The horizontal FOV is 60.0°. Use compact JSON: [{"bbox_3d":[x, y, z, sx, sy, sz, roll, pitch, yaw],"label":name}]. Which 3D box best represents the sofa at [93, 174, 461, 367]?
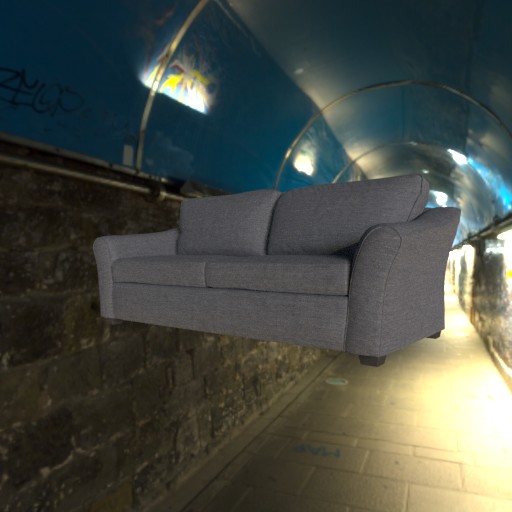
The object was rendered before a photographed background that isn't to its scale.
[{"bbox_3d":[0.000,0.000,2.845,2.270,0.950,0.971,0,0,38],"label":"sofa"}]
